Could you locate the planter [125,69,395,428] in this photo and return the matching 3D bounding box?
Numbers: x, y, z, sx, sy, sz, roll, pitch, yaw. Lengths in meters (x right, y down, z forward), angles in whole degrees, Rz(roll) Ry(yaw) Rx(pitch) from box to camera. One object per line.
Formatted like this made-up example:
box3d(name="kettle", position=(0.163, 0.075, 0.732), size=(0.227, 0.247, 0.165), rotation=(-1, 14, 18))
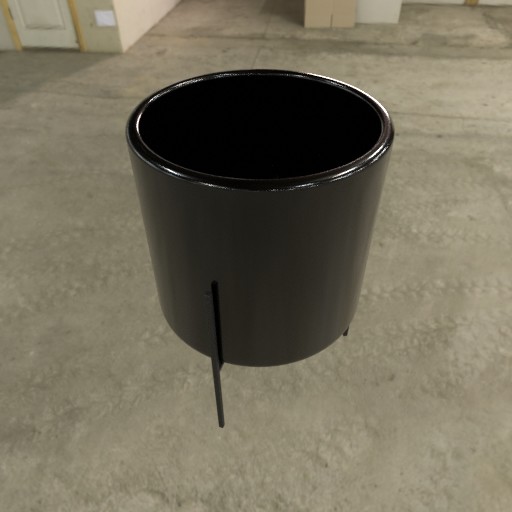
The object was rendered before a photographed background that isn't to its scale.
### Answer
box3d(name="planter", position=(0.000, 0.000, 0.645), size=(0.310, 0.432, 0.310), rotation=(26, 48, 26))
